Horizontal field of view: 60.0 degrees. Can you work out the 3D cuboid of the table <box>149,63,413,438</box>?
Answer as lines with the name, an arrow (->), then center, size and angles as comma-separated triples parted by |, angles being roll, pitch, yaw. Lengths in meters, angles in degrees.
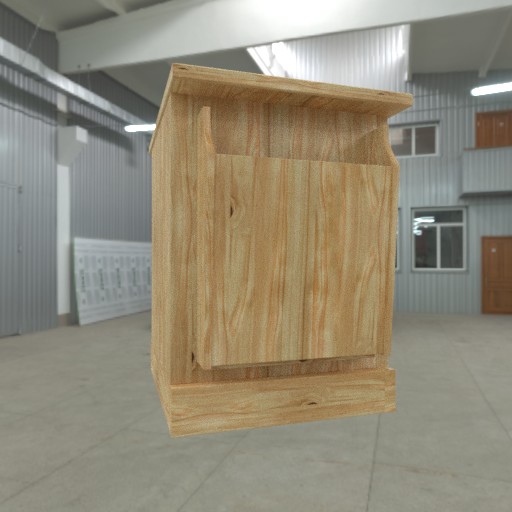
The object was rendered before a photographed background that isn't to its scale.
table -> 0.000, 0.000, 0.870 | 0.380, 0.515, 0.530 | 0, 0, -17
